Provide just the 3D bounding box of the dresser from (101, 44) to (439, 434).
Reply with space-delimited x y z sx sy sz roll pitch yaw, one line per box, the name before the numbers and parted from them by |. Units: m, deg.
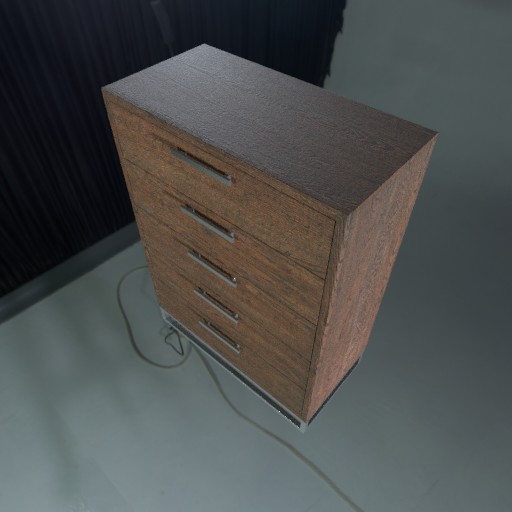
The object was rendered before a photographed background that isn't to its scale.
dresser | 0.000 0.000 1.851 0.965 1.321 0.508 32 55 26
